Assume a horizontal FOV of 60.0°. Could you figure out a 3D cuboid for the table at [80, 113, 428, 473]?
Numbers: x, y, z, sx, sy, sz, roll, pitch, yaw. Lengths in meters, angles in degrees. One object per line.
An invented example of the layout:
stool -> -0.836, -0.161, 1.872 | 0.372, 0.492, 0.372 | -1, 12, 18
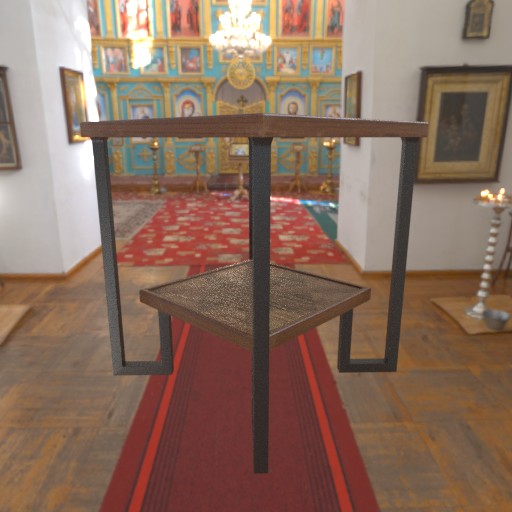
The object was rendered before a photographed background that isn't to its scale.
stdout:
table -> 0.000, 0.000, 0.974 | 0.503, 0.563, 0.503 | 14, 20, 42
